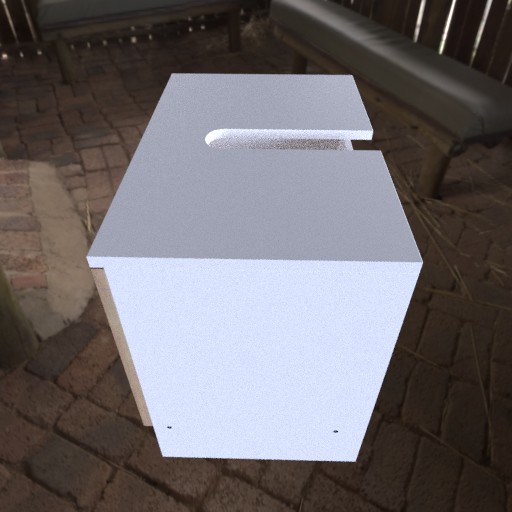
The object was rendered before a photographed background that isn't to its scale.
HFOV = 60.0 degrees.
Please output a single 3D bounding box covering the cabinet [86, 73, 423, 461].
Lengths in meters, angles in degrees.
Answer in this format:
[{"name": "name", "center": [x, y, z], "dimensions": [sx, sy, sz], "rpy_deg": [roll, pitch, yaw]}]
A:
[{"name": "cabinet", "center": [0.000, 0.000, 0.911], "dimensions": [0.400, 0.522, 0.600], "rpy_deg": [1, 42, 1]}]
